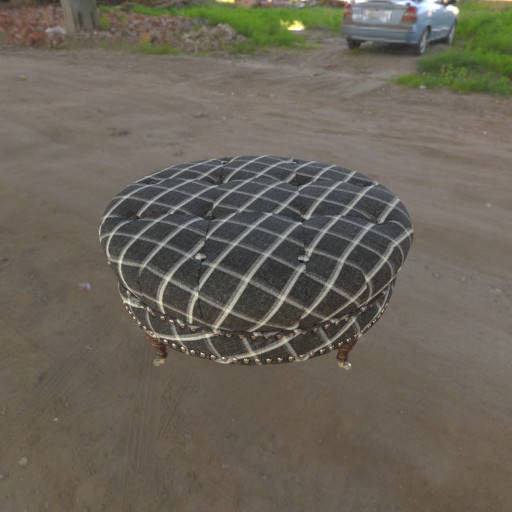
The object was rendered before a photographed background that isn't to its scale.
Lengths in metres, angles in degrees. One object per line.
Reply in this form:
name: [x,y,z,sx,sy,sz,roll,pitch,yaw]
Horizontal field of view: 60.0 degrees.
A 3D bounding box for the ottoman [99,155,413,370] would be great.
ottoman: [0.000,0.000,1.403,0.901,0.439,0.901,0,32,0]
